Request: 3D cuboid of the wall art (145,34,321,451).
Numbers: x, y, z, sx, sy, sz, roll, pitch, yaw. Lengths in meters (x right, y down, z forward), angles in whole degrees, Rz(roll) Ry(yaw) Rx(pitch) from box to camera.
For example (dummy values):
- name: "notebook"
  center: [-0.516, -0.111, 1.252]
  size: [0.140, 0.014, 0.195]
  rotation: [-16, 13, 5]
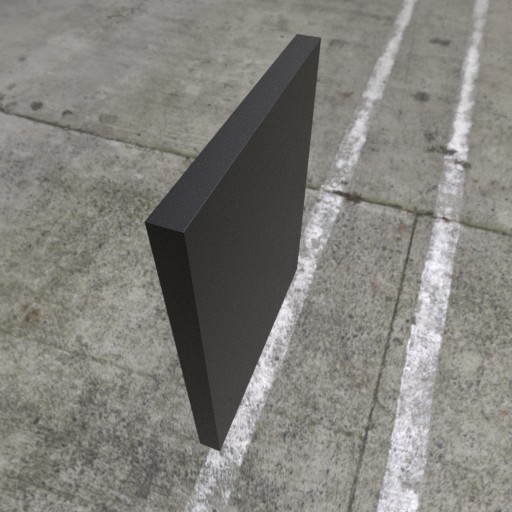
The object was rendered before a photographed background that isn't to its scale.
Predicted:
- name: "wall art"
  center: [0.000, 0.000, 0.521]
  size: [0.028, 0.380, 0.325]
  rotation: [16, 49, 14]
